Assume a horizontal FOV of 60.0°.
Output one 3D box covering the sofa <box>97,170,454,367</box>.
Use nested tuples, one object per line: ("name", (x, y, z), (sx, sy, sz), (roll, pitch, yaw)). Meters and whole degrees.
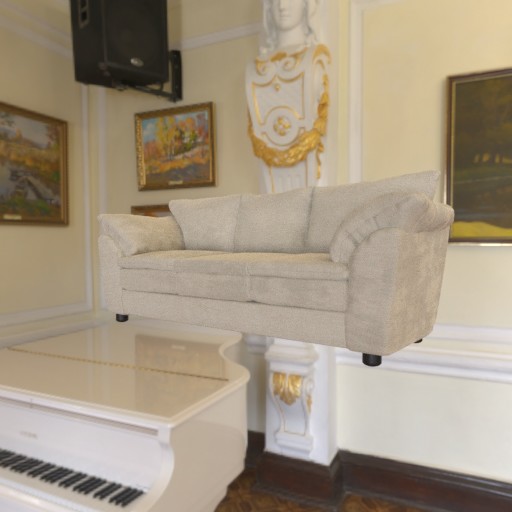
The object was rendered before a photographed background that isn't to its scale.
("sofa", (0.000, 0.000, 2.906), (2.377, 0.981, 0.893), (1, 2, 38))
